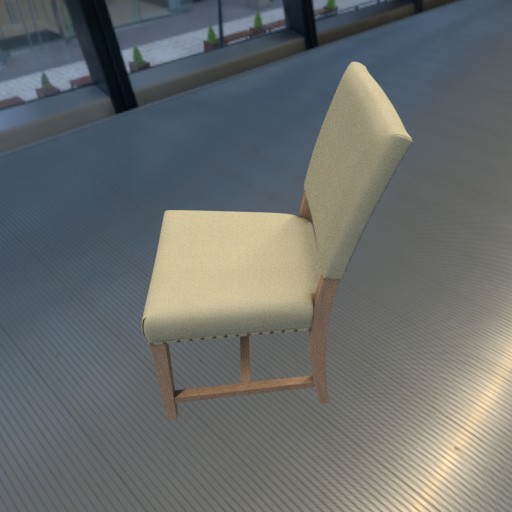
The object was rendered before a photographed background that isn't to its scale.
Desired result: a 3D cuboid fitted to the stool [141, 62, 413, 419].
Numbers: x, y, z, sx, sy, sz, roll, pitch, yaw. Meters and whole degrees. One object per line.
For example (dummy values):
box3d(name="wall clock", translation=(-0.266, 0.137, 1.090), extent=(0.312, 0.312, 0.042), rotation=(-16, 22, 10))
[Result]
box3d(name="stool", translation=(0.000, 0.000, 1.337), extent=(0.623, 0.986, 0.508), rotation=(-1, 41, -1))
